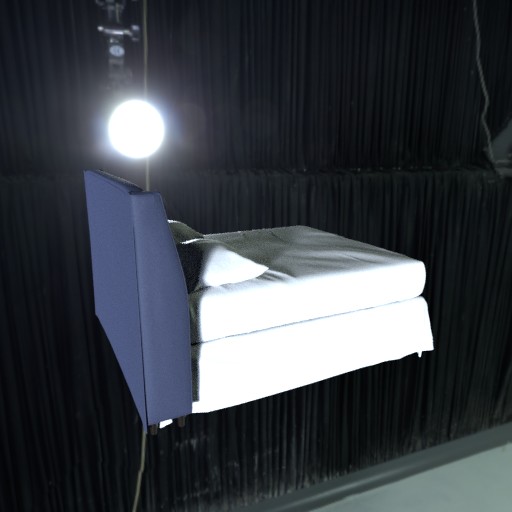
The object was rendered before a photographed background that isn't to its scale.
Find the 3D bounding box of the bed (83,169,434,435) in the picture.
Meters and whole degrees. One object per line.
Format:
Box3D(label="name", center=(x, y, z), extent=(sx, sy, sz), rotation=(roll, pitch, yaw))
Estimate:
Box3D(label="bed", center=(0.000, 0.000, 3.501), extent=(2.276, 1.332, 1.925), rotation=(-7, 16, -26))
